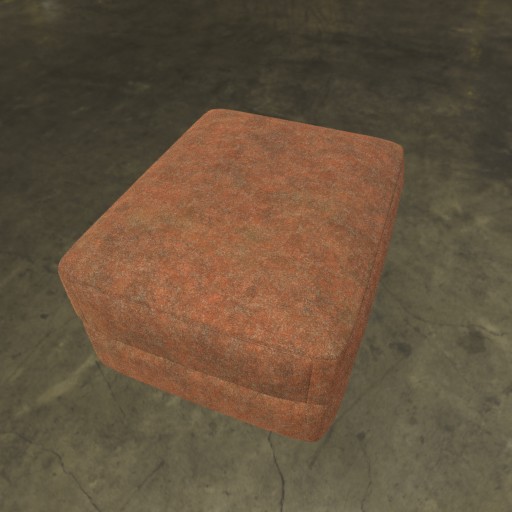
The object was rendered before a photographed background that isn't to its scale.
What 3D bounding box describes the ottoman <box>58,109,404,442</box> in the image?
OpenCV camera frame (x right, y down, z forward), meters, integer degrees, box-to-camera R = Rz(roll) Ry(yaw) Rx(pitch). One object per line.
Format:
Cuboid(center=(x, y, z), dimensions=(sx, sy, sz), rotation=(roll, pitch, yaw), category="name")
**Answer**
Cuboid(center=(0.000, 0.000, 1.169), dimensions=(0.635, 0.508, 0.787), rotation=(16, 47, 15), category="ottoman")
